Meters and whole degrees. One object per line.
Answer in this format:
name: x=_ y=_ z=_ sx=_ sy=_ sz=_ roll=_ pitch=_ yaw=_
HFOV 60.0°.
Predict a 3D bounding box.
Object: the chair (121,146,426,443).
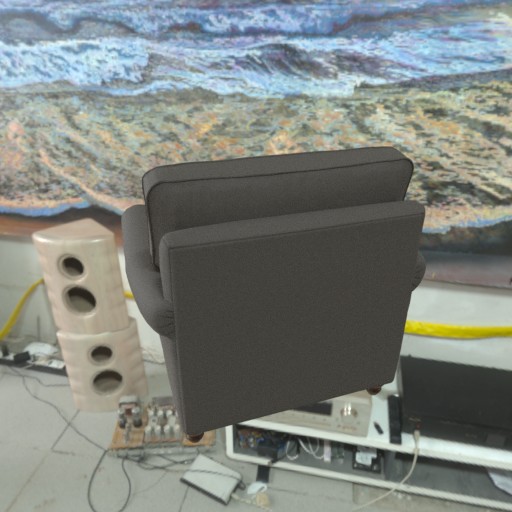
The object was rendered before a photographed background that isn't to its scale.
chair: x=0.000 y=0.000 z=1.811 sx=1.029 sy=0.967 sz=0.966 roll=-9 pitch=28 yaw=-16
